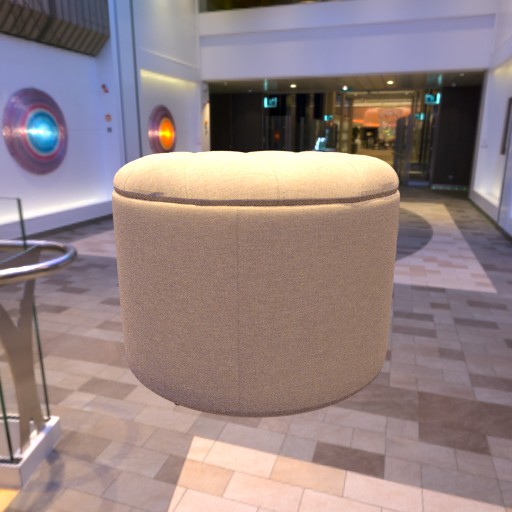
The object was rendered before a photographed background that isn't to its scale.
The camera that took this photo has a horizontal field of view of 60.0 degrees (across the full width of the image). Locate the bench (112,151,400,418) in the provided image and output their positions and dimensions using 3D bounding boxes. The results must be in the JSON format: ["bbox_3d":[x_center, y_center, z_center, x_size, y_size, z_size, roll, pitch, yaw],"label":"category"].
[{"bbox_3d":[0.000,0.000,1.002,0.600,0.454,0.600,0,15,0],"label":"bench"}]
